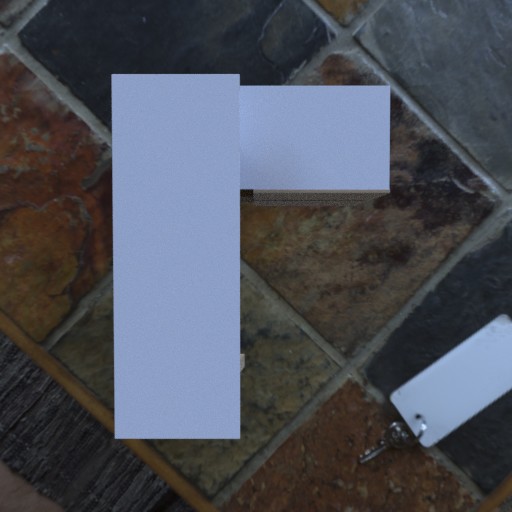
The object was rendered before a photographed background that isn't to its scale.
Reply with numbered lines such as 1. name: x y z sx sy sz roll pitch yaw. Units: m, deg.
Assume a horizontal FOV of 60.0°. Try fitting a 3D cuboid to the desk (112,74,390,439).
1. desk: 0.000 0.000 2.082 1.098 0.755 1.404 0 92 0
